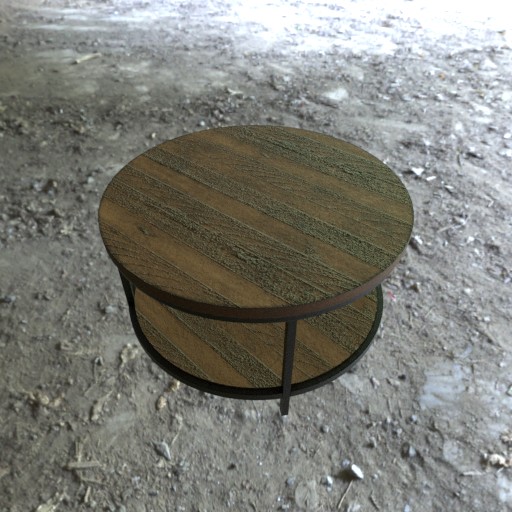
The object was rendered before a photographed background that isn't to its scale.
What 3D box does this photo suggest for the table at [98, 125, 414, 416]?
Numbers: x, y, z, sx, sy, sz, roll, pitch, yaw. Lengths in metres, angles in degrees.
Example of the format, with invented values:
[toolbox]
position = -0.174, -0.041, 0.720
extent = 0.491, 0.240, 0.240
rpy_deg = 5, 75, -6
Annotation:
[table]
position = 0.000, 0.000, 1.368
extent = 0.837, 0.462, 0.837
rpy_deg = 0, 42, 0
